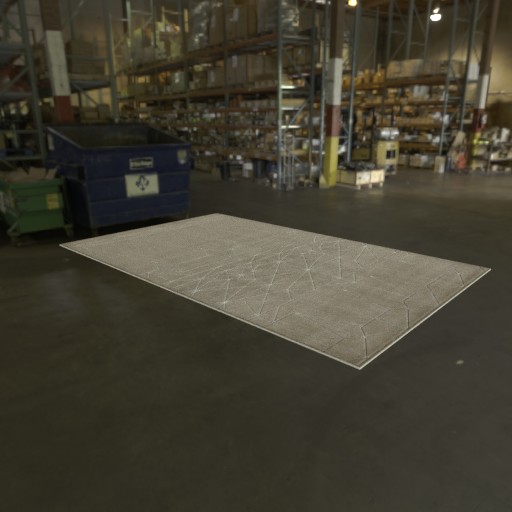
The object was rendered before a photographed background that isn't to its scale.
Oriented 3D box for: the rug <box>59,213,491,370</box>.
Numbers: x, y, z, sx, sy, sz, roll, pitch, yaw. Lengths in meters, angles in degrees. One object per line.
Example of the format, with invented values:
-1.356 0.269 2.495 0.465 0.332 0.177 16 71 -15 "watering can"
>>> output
0.000 0.000 2.924 2.438 0.012 1.524 15 23 41 "rug"
